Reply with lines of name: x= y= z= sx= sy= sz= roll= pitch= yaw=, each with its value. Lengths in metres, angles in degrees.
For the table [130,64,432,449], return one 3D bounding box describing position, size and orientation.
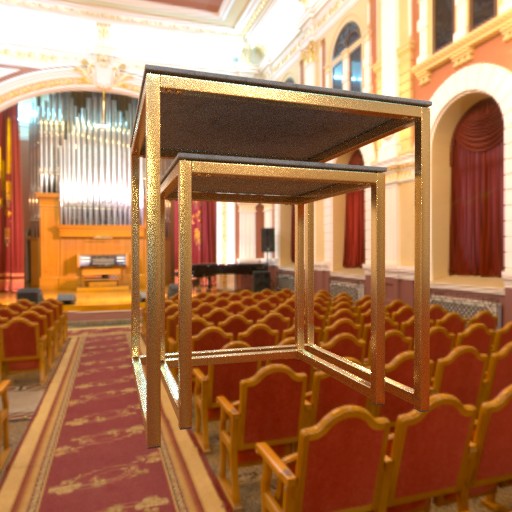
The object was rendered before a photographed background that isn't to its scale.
table: x=0.000 y=0.000 z=0.857 sx=0.450 sy=0.500 sz=0.450 roll=0 pitch=0 yaw=-18
